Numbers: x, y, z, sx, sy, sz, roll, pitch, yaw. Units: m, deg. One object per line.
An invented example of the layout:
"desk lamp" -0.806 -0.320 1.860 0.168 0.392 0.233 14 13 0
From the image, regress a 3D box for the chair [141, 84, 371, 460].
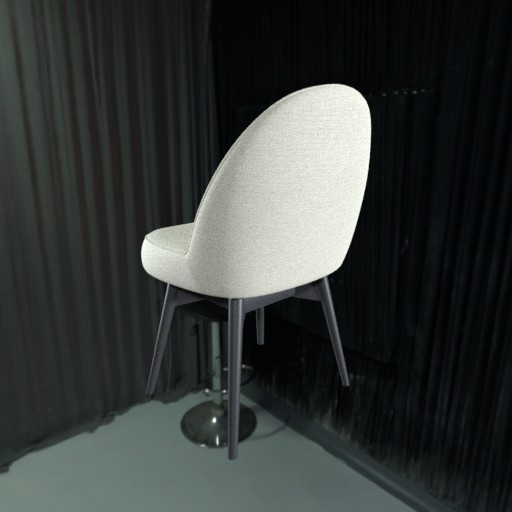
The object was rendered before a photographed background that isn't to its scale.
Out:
"chair" 0.000 0.000 1.203 0.532 0.838 0.540 -15 21 -42
